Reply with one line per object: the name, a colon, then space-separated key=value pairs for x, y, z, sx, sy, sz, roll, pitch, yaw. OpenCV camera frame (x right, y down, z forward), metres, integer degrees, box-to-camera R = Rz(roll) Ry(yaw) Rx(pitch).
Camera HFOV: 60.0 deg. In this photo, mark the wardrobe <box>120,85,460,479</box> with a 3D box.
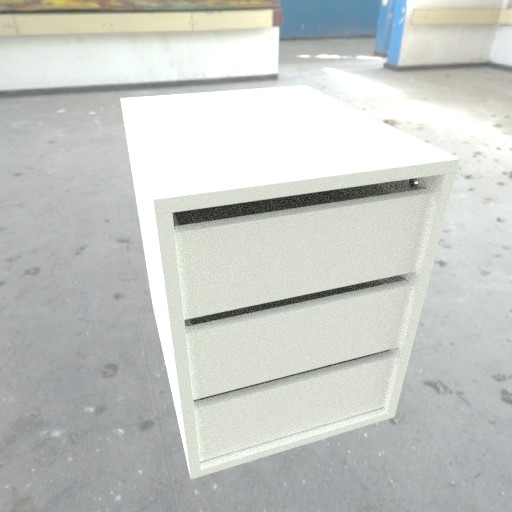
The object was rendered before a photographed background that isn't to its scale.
wardrobe: x=0.000 y=0.000 z=0.869 sx=0.400 sy=0.520 sz=0.500 roll=-10 pitch=33 yaw=-16
